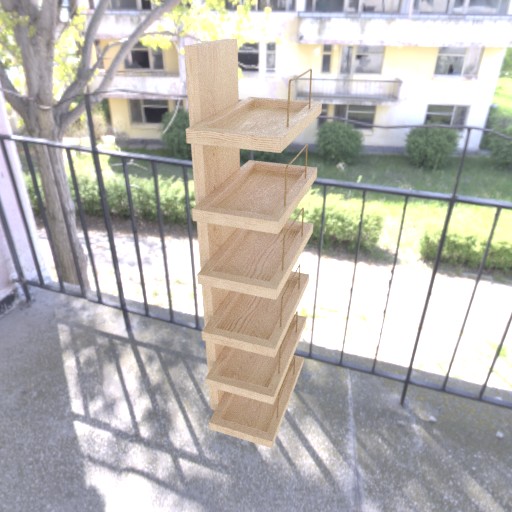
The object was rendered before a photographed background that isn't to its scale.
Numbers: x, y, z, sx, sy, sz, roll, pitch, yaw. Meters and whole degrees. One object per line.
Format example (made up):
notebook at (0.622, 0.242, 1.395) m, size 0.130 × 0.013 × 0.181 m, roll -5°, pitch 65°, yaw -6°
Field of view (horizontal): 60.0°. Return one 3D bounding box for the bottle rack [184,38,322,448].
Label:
bottle rack at (0.000, 0.000, 1.086) m, size 0.206 × 0.943 × 0.330 m, roll 10°, pitch 31°, yaw 17°
